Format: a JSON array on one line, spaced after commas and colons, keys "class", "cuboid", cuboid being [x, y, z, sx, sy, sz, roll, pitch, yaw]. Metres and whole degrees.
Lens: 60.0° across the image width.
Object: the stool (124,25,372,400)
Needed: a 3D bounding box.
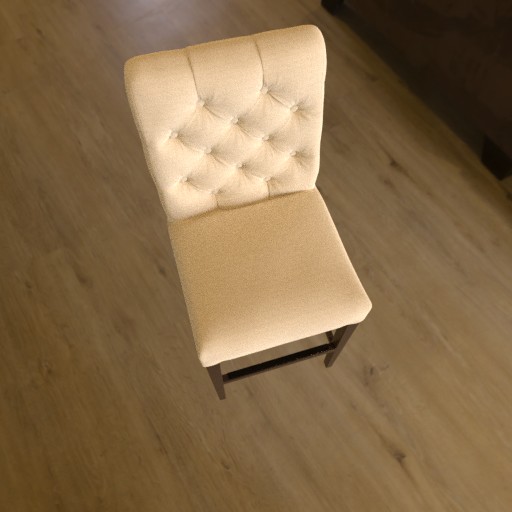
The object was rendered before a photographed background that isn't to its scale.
[{"class": "stool", "cuboid": [0.000, 0.000, 1.381, 0.482, 1.118, 0.610, -15, 64, -7]}]
